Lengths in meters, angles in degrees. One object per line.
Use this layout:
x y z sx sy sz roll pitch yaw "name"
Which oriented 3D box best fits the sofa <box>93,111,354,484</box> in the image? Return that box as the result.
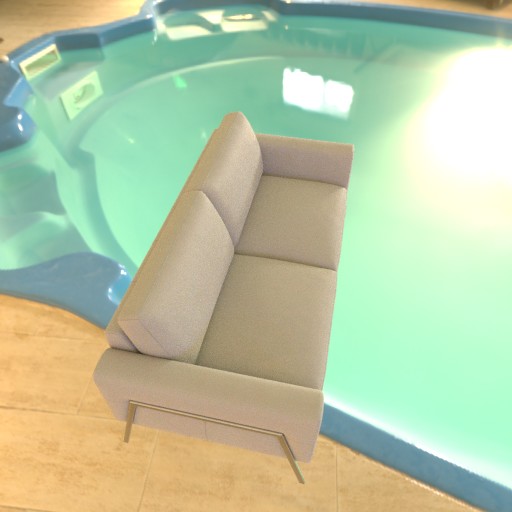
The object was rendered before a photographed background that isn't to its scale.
0.000 0.000 2.539 0.953 0.875 2.017 9 47 9 "sofa"
